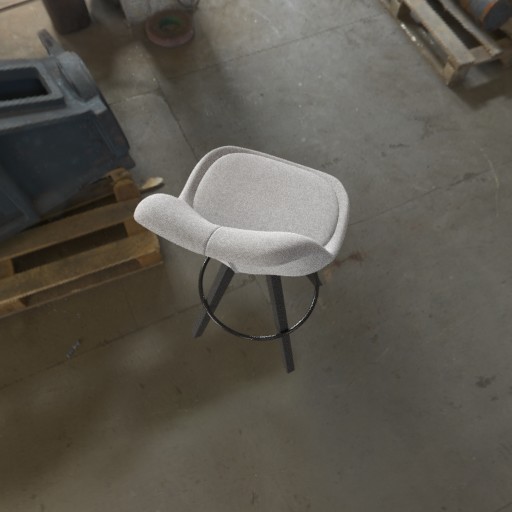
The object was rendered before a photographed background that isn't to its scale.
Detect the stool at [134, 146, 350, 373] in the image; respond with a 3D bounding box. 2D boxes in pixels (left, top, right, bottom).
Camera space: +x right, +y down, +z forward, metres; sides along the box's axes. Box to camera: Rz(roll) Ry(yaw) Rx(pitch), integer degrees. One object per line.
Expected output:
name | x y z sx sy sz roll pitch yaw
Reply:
stool | 0.000 0.000 1.417 0.485 1.115 0.550 18 65 9
